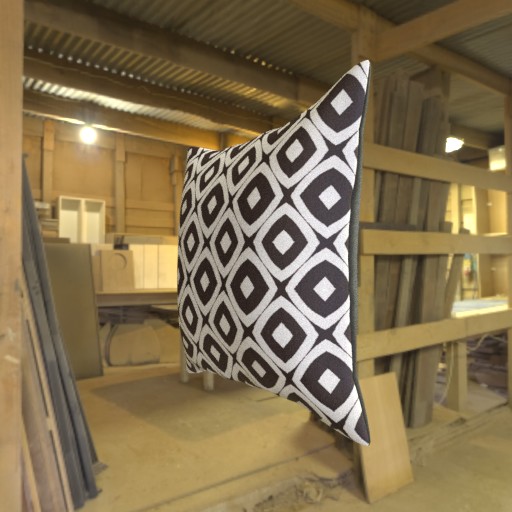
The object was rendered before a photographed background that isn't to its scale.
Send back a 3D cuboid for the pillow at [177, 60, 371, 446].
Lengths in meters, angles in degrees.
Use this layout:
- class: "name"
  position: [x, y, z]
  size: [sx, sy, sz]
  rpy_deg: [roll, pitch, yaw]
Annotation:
- class: "pillow"
  position: [0.000, 0.000, 0.768]
  size: [0.188, 0.494, 0.504]
  rpy_deg: [1, -2, -36]
